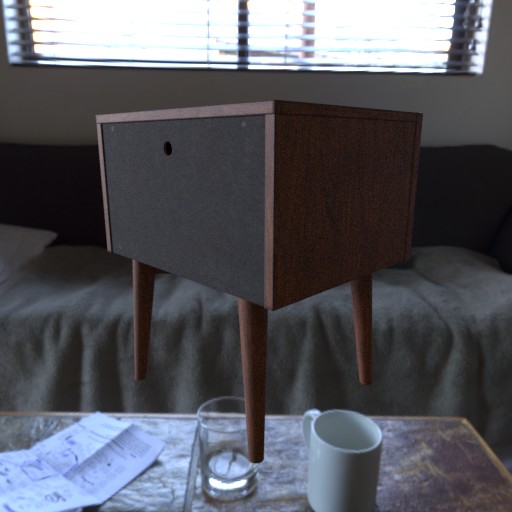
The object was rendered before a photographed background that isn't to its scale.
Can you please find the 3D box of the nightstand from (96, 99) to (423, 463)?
[{"bbox_3d":[0.000,0.000,0.993,0.445,0.607,0.521,-14,20,-43],"label":"nightstand"}]
